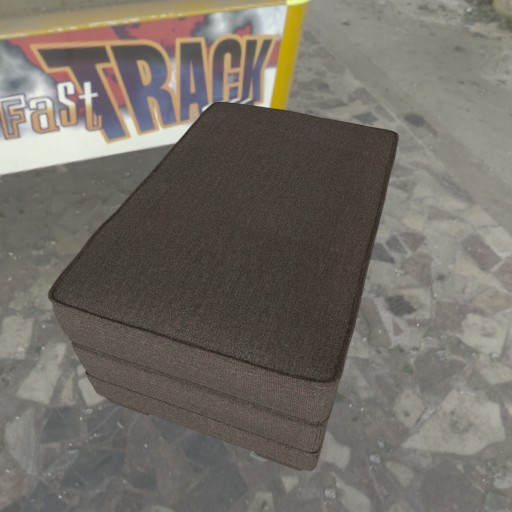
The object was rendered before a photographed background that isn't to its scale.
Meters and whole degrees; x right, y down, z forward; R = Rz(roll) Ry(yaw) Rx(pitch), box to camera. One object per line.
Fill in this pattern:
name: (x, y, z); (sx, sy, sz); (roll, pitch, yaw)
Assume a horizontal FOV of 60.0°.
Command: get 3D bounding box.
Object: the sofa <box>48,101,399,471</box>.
sofa: (0.000, 0.000, 1.188); (0.578, 0.457, 0.854); (14, 48, 13)
